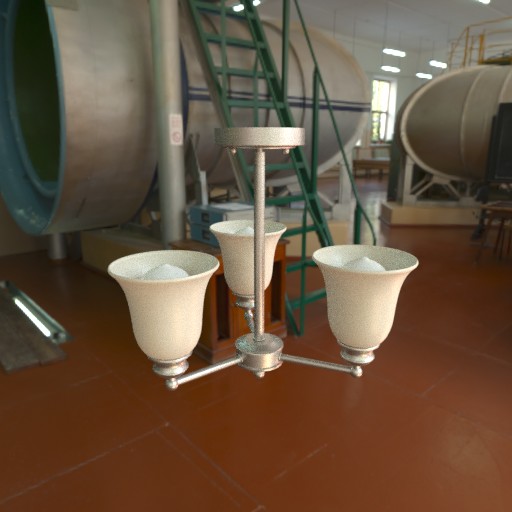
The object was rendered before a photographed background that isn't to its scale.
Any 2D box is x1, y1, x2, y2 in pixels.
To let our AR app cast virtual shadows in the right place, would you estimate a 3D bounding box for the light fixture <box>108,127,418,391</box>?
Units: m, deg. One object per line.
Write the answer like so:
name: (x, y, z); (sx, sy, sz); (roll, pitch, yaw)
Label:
light fixture: (0.000, 0.000, 0.671); (0.388, 0.370, 0.354); (-2, 15, -7)
